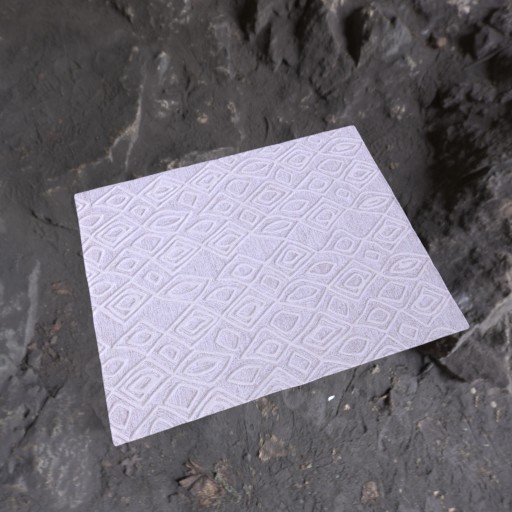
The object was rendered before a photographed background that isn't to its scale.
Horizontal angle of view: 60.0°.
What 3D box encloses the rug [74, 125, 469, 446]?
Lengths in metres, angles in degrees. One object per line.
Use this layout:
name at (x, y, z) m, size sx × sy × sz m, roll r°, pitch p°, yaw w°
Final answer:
rug at (0.000, 0.000, 4.097) m, size 3.049 × 0.025 × 2.449 m, roll -16°, pitch 63°, yaw -8°
